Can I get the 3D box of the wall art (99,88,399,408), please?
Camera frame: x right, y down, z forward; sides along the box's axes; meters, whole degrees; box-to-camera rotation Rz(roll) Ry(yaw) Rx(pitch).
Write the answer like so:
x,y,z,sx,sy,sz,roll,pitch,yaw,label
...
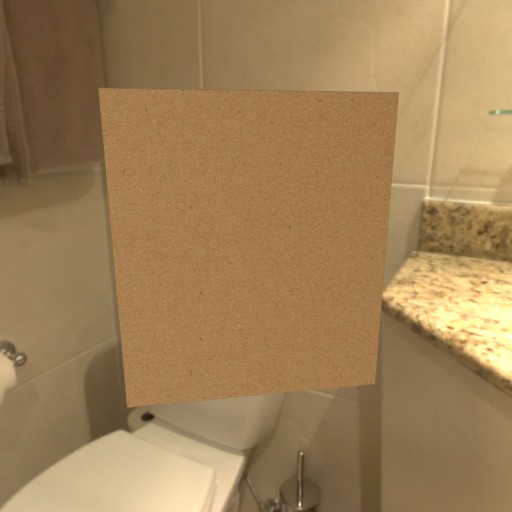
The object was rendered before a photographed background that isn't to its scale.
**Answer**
x,y,z,sx,sy,sz,roll,pitch,yaw,label
0.000,0.000,1.231,0.755,0.863,0.028,-3,16,-9,wall art
